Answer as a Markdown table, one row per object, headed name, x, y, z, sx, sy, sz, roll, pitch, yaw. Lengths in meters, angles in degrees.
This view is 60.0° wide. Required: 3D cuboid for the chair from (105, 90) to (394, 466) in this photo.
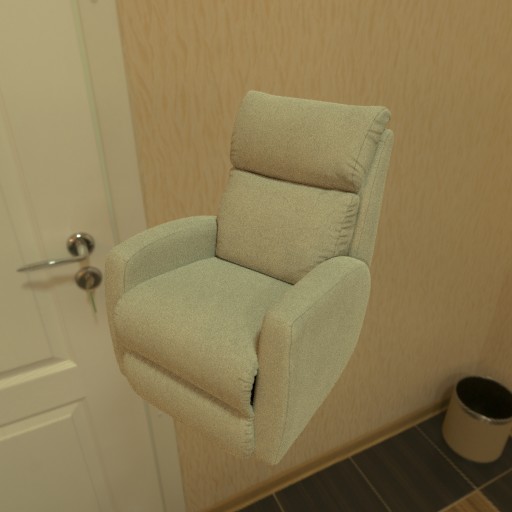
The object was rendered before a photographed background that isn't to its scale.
| name | x | y | z | sx | sy | sz | roll | pitch | yaw |
| --- | --- | --- | --- | --- | --- | --- | --- | --- | --- |
| chair | 0.000 | 0.000 | 1.650 | 0.794 | 1.021 | 0.940 | 19 | 35 | 29 |
